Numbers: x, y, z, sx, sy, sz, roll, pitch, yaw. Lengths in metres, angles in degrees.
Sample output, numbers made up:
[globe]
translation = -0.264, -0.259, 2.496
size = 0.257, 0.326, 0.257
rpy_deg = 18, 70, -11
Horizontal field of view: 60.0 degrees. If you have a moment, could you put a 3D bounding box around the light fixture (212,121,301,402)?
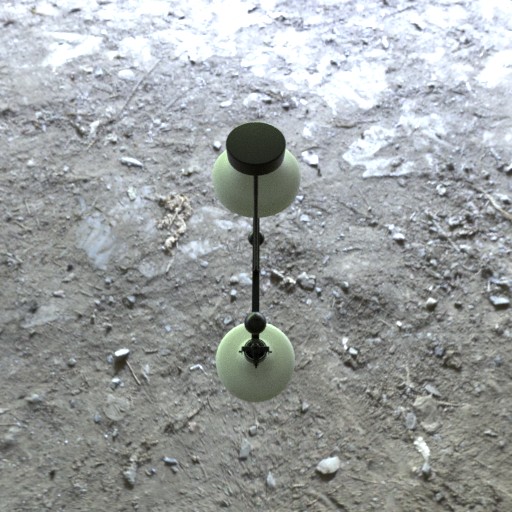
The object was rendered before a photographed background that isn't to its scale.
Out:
[light fixture]
translation = 0.000, 0.000, 1.071
size = 0.422, 0.743, 0.489
rpy_deg = -33, 64, -18
